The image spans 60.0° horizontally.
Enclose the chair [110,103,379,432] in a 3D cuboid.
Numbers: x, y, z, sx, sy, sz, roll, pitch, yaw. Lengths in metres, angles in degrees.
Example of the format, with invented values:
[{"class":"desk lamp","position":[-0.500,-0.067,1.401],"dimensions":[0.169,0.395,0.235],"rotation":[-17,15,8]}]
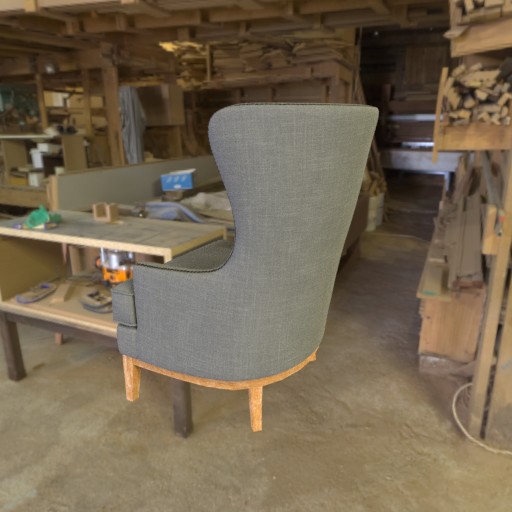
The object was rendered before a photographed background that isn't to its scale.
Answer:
[{"class":"chair","position":[0.000,0.000,1.837],"dimensions":[0.883,1.176,0.864],"rotation":[9,19,27]}]
